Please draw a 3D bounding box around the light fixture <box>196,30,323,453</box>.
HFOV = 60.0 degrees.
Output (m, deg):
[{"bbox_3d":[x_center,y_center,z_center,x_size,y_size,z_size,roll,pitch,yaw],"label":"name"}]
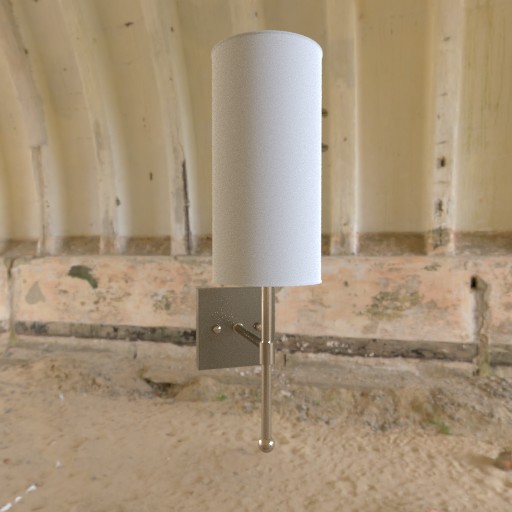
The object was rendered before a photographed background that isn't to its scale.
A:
[{"bbox_3d":[0.000,0.000,0.556,0.128,0.462,0.208,0,2,-18],"label":"light fixture"}]
